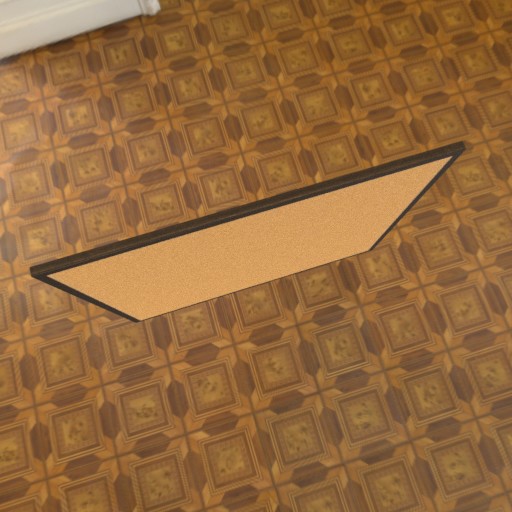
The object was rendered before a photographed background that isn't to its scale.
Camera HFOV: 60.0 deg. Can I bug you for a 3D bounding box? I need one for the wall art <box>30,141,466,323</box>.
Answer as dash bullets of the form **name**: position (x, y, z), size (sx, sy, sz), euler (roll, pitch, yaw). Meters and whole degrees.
- **wall art**: position (0.000, 0.000, 1.431), size (1.033, 0.875, 0.023), euler (-17, 76, -4)
